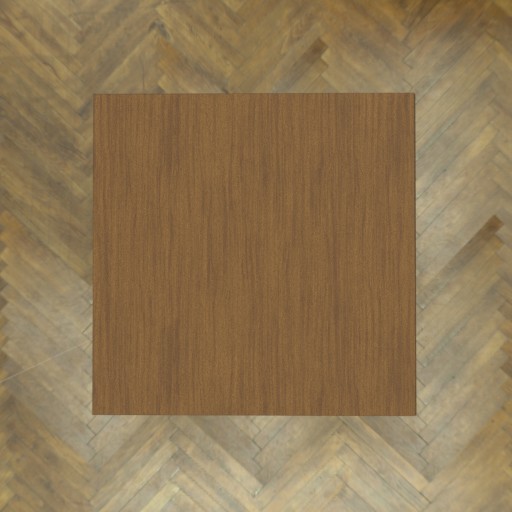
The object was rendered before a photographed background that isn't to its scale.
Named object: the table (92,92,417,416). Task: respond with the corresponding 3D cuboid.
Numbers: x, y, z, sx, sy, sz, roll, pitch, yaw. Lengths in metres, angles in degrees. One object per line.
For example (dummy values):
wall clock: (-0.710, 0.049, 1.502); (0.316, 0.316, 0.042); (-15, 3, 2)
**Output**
table: (0.000, 0.000, 0.815); (0.398, 0.540, 0.397); (0, 89, 1)
